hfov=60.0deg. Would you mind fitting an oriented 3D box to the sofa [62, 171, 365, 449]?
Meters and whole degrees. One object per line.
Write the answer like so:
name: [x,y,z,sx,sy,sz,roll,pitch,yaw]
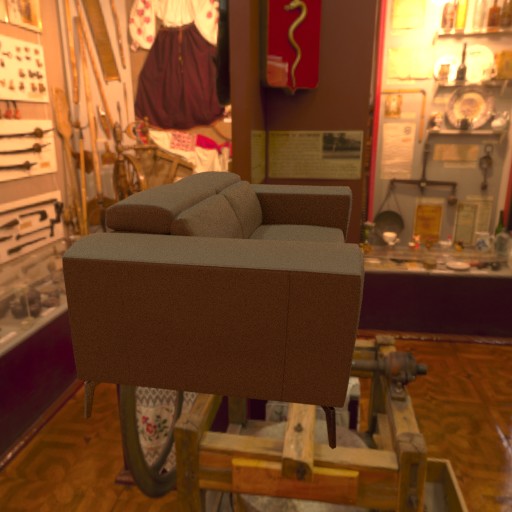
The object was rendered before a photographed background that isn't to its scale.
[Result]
sofa: [0.000,0.000,2.327,1.003,0.779,1.895,3,17,10]
